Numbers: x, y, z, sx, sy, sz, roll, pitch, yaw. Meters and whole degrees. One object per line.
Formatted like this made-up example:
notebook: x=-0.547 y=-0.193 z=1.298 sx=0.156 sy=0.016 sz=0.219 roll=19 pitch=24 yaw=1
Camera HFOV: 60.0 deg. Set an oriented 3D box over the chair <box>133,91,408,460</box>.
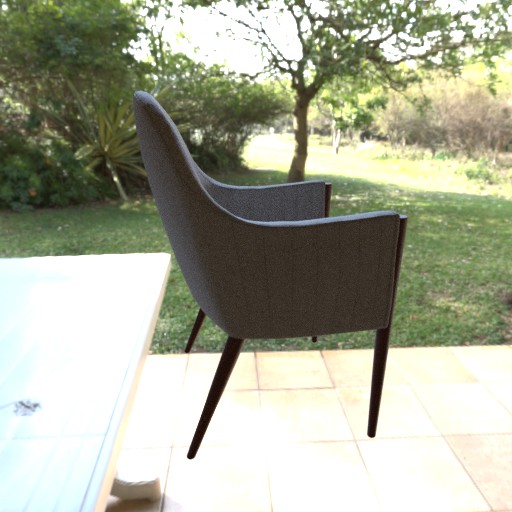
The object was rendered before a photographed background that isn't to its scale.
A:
chair: x=0.000 y=0.000 z=1.281 sx=0.620 sy=0.889 sz=0.610 roll=-3 pitch=18 yaw=-9
